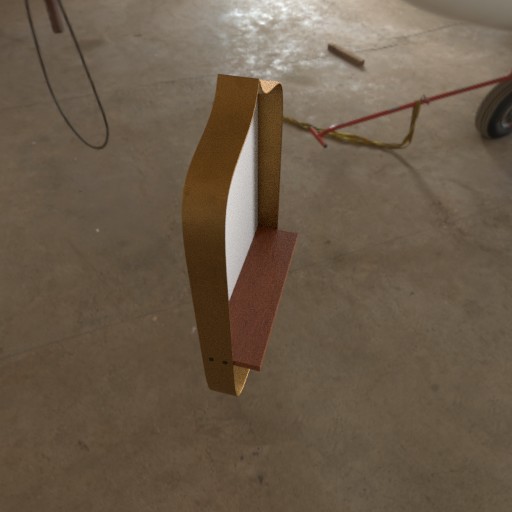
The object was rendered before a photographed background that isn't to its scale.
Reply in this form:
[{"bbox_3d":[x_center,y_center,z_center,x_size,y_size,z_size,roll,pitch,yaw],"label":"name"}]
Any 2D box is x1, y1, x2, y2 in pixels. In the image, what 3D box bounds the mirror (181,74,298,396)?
[{"bbox_3d":[0.000,0.000,0.749,0.096,0.613,0.323,11,47,10],"label":"mirror"}]
